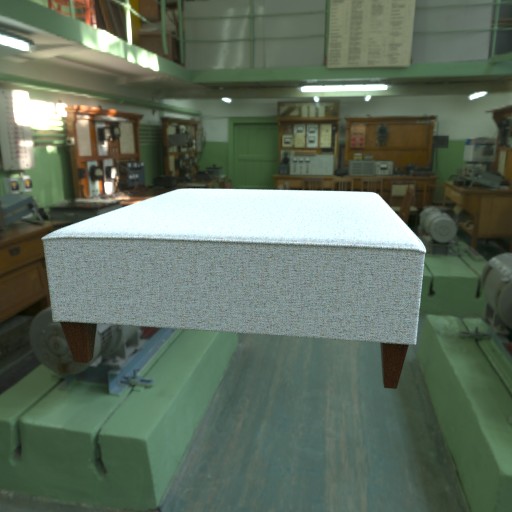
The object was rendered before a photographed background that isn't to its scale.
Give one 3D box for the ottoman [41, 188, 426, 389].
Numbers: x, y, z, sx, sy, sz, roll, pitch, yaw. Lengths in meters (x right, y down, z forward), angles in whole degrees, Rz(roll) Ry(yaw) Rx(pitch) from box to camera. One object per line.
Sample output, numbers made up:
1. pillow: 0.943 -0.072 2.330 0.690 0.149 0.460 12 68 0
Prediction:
1. ottoman: 0.000 0.000 1.254 0.736 0.303 0.835 2 15 9
